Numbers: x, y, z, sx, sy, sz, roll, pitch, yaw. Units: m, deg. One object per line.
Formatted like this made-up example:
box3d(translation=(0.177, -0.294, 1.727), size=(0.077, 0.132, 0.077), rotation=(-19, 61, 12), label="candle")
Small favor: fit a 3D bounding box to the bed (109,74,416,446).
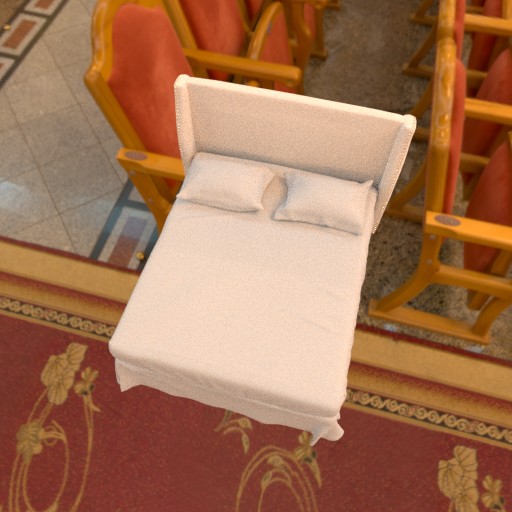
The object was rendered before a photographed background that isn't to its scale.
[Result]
box3d(translation=(0.000, 0.000, 3.461), size=(1.925, 1.332, 2.276), rotation=(13, 60, 8), label="bed")
